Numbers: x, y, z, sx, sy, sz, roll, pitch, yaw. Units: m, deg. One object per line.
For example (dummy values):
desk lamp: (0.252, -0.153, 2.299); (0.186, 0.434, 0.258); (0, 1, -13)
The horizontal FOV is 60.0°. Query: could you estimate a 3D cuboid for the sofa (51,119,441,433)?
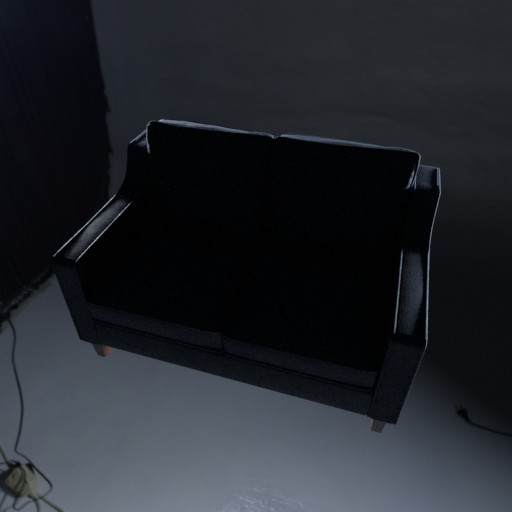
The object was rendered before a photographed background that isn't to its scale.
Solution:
sofa: (0.000, 0.000, 2.107); (1.501, 0.971, 0.987); (11, 42, 13)
